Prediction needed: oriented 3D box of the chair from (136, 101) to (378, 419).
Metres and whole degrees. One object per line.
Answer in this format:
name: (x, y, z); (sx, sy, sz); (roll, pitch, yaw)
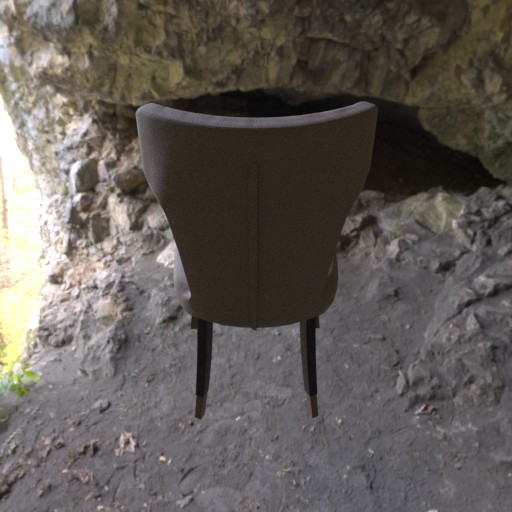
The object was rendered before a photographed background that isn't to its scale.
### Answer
chair: (0.000, 0.000, 1.327); (0.526, 0.955, 0.630); (0, 30, -1)
